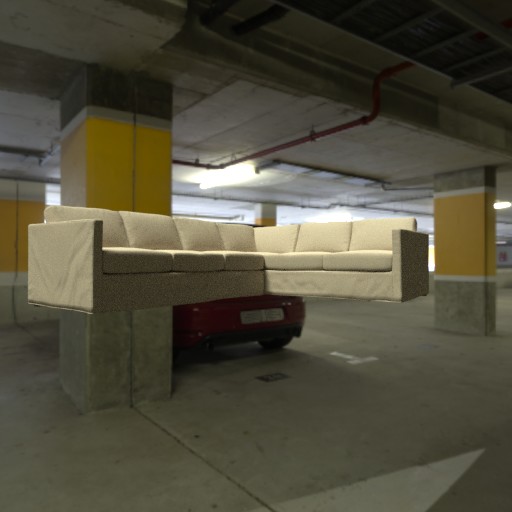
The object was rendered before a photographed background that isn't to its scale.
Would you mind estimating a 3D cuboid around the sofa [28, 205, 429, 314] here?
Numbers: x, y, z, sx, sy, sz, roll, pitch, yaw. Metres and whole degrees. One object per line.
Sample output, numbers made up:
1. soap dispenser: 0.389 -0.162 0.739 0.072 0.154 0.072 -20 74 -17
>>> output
1. sofa: 0.000 0.000 4.272 2.432 0.871 3.182 -1 -1 36
